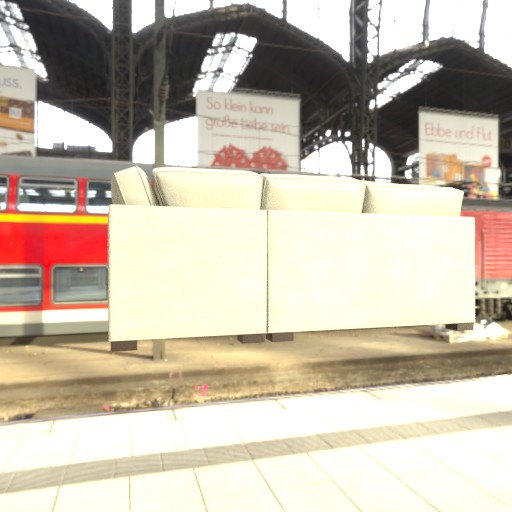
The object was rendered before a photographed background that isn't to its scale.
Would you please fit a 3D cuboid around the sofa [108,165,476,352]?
[{"bbox_3d":[0.000,0.000,3.470,2.188,0.936,2.211,0,0,-18],"label":"sofa"}]
